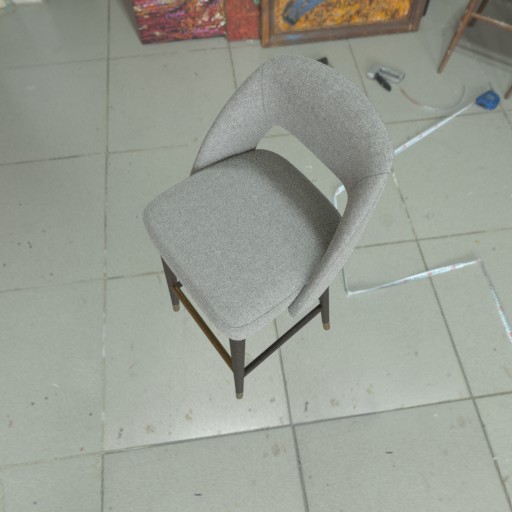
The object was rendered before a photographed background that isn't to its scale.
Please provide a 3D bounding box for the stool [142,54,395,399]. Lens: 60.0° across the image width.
[{"bbox_3d":[0.000,0.000,1.323,0.509,1.037,0.494,-34,68,-16],"label":"stool"}]
